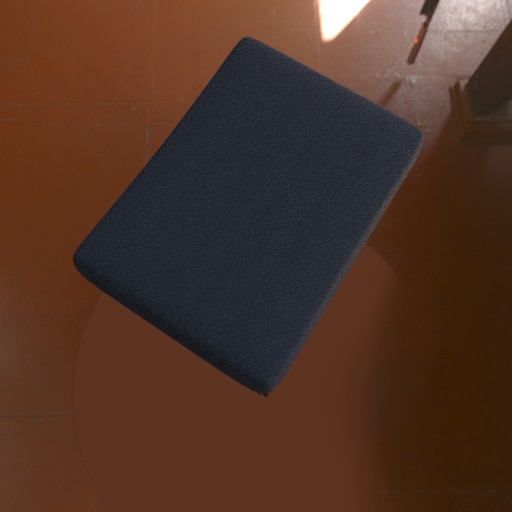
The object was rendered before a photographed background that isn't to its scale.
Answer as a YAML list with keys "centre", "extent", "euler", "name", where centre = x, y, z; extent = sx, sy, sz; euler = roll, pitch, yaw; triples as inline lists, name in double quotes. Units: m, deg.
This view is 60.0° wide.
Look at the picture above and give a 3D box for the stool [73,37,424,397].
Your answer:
- centre: [0.000, 0.000, 1.015]
  extent: [0.358, 0.740, 0.498]
  euler: [32, 77, 8]
  name: "stool"
